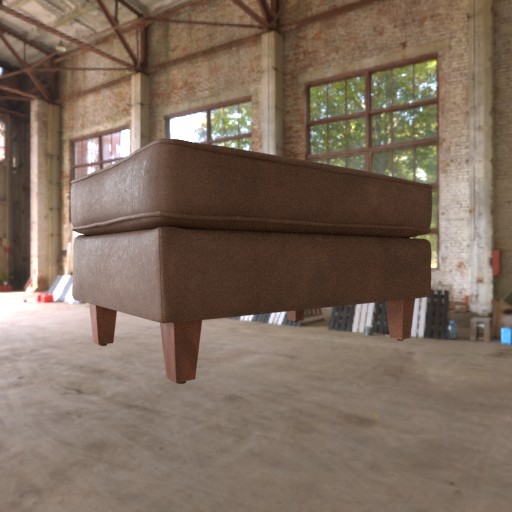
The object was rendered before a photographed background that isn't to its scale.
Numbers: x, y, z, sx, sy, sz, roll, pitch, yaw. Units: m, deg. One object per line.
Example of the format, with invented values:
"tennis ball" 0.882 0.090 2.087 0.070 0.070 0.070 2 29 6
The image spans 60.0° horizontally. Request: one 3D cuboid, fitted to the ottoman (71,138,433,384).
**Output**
"ottoman" 0.000 0.000 1.228 0.860 0.481 0.596 0 0 -37
